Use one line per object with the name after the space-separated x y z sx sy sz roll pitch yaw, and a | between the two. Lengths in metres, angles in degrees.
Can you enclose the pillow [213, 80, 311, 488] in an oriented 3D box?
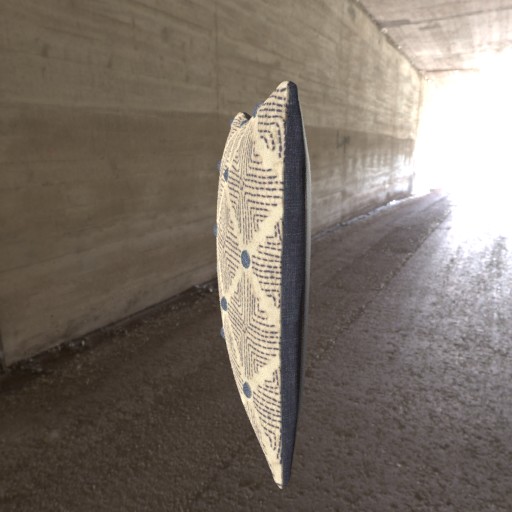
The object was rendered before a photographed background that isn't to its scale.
0.000 0.000 0.767 0.145 0.510 0.510 -2 14 -7 | pillow
